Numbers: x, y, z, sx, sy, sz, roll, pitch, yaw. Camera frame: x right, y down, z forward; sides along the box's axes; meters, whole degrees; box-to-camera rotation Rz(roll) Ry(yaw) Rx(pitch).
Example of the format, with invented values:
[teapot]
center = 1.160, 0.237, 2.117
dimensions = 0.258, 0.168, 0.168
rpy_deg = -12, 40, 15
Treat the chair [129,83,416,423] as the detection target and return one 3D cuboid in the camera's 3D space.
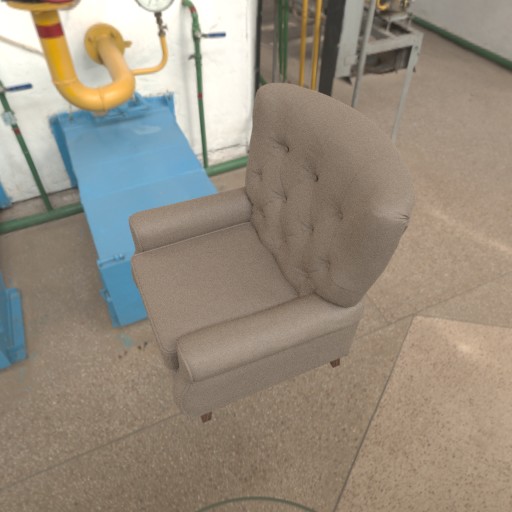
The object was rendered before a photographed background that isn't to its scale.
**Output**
[chair]
center = 0.000, 0.000, 1.949
dimensions = 1.041, 1.138, 0.999
rpy_deg = -18, 48, -16
